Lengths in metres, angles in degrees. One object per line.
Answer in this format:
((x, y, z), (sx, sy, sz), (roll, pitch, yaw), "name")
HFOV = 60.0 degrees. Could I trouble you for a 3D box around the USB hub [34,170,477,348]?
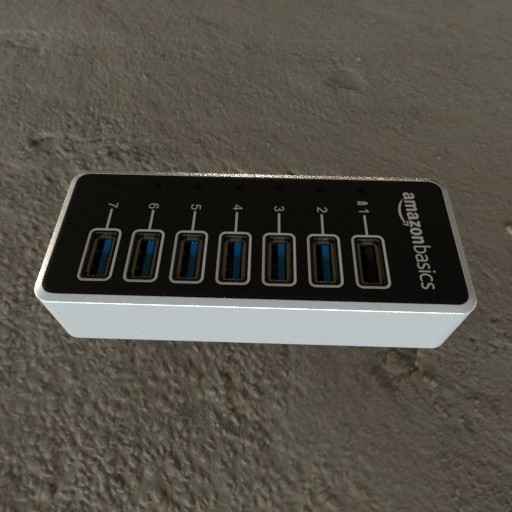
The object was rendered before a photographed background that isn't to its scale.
((0.000, 0.000, 0.129), (0.110, 0.023, 0.044), (2, 57, 1), "USB hub")
